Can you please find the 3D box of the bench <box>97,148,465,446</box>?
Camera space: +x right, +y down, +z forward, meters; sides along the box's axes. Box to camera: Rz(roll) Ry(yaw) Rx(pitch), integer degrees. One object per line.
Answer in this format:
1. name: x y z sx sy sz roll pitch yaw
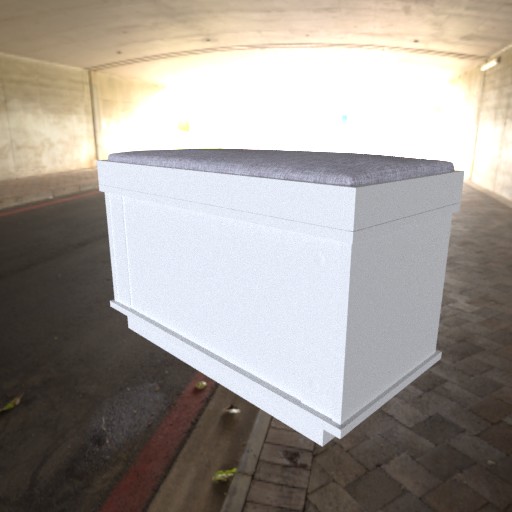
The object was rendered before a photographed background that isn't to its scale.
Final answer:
1. bench: 0.000 0.000 0.996 0.362 0.461 0.734 -15 22 -42
